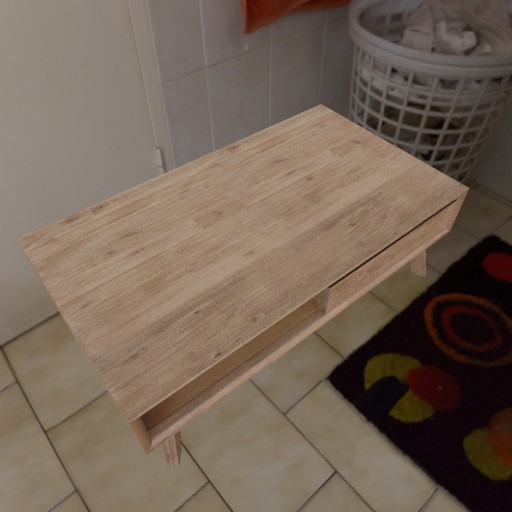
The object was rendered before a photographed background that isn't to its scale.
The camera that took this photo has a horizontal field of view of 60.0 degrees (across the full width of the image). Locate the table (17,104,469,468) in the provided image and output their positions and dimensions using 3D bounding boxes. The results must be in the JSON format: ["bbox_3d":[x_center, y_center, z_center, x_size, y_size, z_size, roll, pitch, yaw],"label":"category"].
[{"bbox_3d":[0.000,0.000,1.994,1.619,0.531,0.918,-31,55,-25],"label":"table"}]
